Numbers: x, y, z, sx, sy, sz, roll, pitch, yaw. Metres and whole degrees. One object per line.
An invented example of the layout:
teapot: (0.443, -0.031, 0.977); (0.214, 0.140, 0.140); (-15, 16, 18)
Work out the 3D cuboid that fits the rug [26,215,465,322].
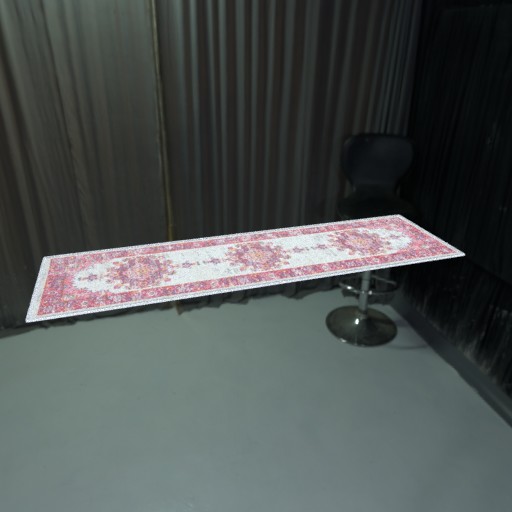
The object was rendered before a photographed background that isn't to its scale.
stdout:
rug: (0.000, 0.000, 2.505); (2.294, 0.011, 0.666); (-8, 27, -15)
